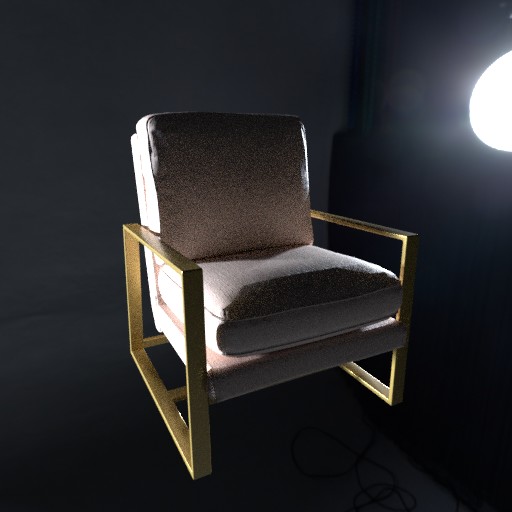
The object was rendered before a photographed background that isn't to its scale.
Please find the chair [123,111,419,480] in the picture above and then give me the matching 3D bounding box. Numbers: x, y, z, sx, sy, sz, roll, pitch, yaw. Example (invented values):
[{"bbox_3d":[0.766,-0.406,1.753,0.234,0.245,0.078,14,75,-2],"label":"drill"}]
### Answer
[{"bbox_3d":[0.000,0.000,1.528,0.758,0.956,0.813,-9,19,-26],"label":"chair"}]
